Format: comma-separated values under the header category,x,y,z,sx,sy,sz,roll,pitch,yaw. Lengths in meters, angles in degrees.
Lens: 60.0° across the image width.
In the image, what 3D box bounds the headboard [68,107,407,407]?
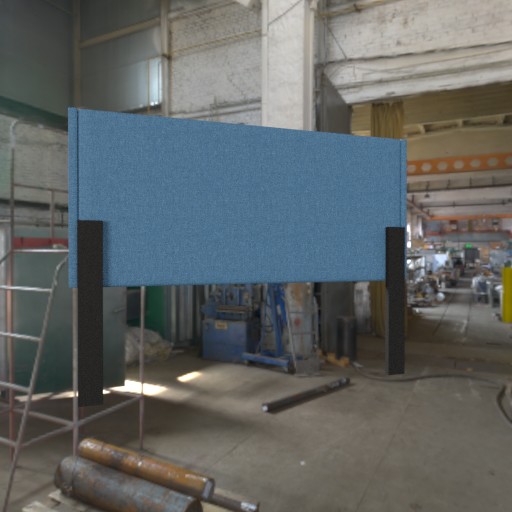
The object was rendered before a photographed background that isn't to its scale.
category,x,y,z,sx,sy,sz,roll,pitch,yaw
headboard,0.000,0.000,2.635,2.051,1.524,0.184,0,0,-18
